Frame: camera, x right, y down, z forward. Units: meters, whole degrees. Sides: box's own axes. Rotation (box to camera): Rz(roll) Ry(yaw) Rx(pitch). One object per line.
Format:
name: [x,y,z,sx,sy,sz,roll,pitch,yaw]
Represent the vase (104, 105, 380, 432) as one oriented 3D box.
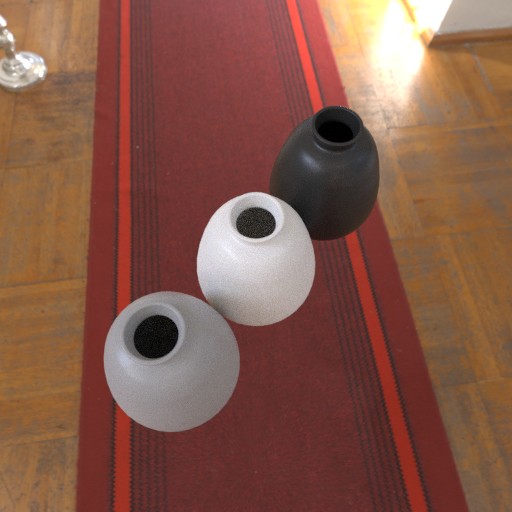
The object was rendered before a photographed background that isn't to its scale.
vase: [0.000,0.000,0.351,0.097,0.122,0.297,35,69,15]
